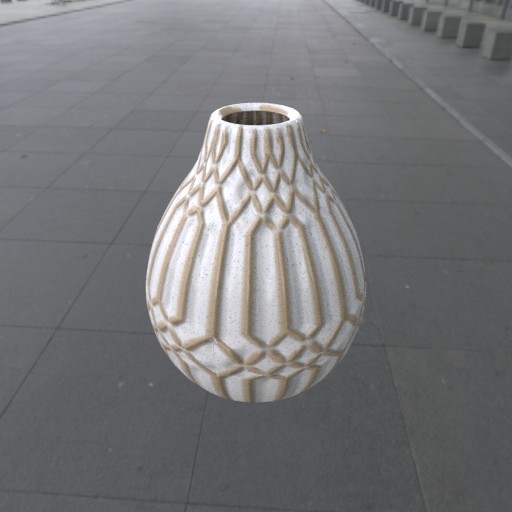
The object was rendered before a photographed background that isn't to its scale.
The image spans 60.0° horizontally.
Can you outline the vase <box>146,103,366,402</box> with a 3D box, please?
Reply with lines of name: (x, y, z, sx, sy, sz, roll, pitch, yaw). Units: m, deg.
vase: (0.000, 0.000, 0.315, 0.159, 0.200, 0.159, 0, 33, 0)
